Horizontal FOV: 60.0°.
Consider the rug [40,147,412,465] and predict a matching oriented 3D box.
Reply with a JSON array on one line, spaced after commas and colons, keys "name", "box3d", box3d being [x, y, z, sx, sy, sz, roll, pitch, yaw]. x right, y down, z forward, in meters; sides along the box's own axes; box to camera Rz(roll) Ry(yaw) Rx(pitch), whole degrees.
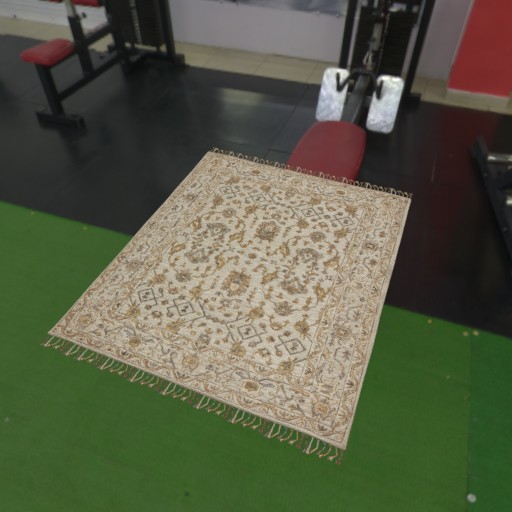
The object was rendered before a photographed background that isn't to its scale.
[{"name": "rug", "box3d": [0.000, 0.000, 4.122, 2.426, 0.034, 3.061, 16, 48, 15]}]
